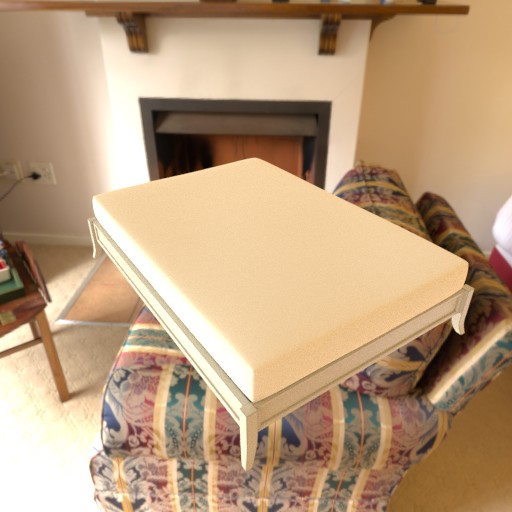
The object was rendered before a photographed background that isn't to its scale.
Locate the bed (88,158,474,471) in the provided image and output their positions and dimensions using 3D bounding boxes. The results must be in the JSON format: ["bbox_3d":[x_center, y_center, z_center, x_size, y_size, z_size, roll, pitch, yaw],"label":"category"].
[{"bbox_3d":[0.000,0.000,2.684,1.460,0.510,1.985,-20,37,-29],"label":"bed"}]
